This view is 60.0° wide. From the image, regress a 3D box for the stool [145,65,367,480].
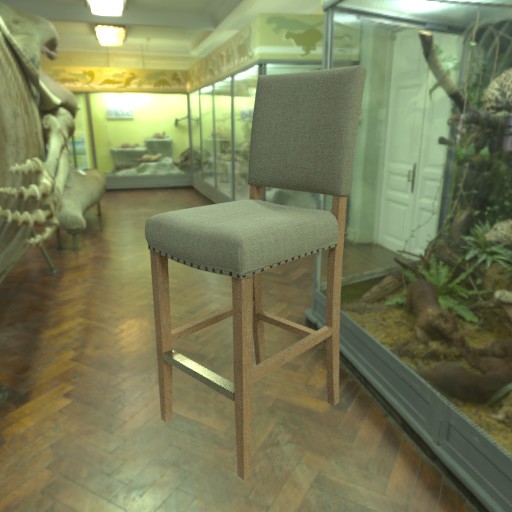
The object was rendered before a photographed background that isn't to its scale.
[{"bbox_3d":[0.000,0.000,1.500,0.445,1.203,0.585,15,22,41],"label":"stool"}]
